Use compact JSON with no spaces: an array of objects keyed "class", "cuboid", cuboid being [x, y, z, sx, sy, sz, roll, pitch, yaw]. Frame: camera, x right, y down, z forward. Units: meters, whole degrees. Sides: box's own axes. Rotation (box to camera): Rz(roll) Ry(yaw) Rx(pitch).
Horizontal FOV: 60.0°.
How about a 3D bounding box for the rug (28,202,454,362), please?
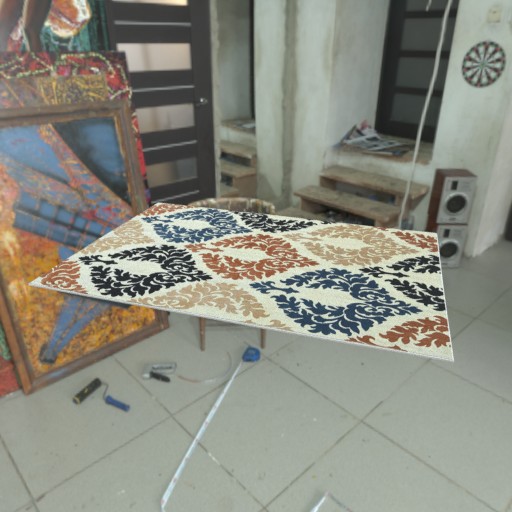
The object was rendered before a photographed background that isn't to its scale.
[{"class":"rug","cuboid":[0.000,0.000,2.875,2.275,0.014,1.514,8,27,16]}]
